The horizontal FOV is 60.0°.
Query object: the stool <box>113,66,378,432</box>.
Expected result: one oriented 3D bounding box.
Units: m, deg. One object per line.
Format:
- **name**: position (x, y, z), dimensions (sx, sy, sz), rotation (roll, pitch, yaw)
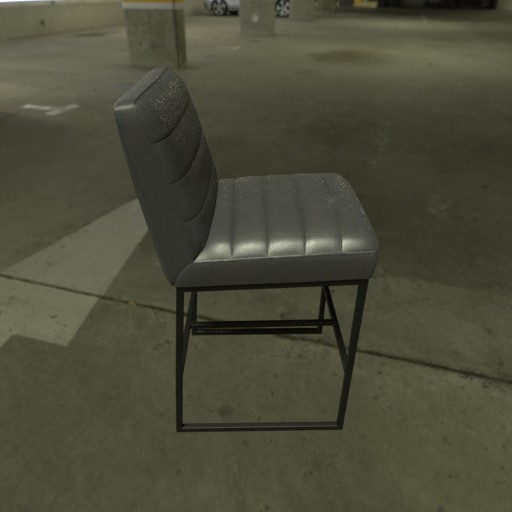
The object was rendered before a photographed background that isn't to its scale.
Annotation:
- **stool**: position (0.000, 0.000, 1.242), dimensions (0.552, 0.938, 0.457), rotation (-1, 31, -1)
